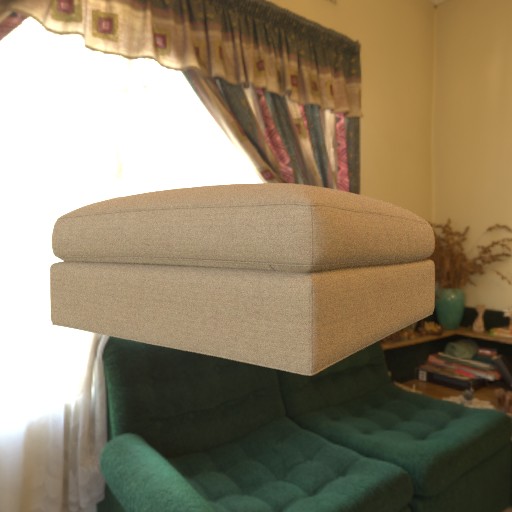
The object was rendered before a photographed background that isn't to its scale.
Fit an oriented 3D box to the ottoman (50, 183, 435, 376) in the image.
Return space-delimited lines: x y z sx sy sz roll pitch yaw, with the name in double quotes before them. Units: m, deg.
"ottoman" 0.000 0.000 1.631 1.041 0.470 1.041 1 2 36
